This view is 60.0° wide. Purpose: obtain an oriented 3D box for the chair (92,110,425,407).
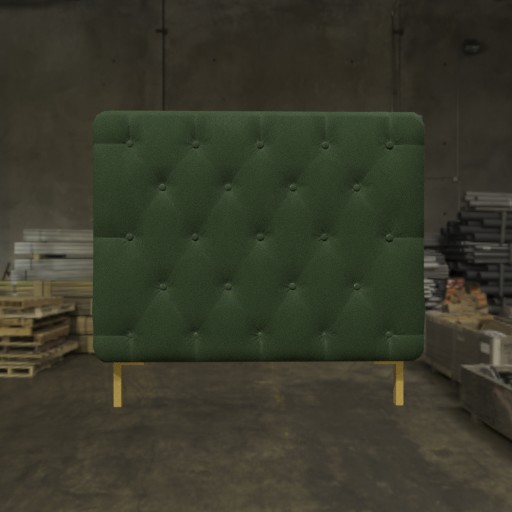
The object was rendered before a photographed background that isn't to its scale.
[{"bbox_3d":[0.000,0.000,1.530,0.855,0.768,0.917,0,1,-1],"label":"chair"}]
